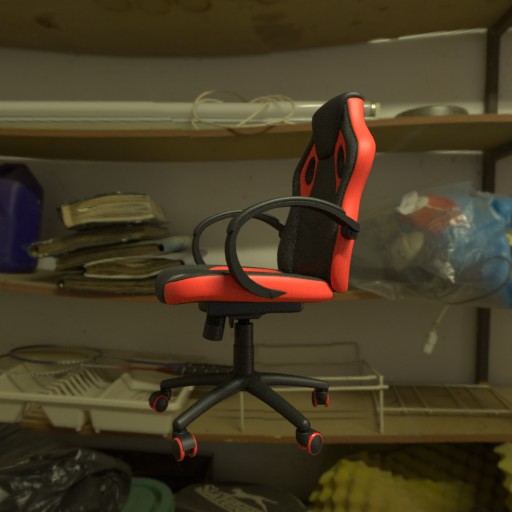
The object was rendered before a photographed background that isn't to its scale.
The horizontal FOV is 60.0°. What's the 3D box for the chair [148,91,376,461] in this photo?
[{"bbox_3d":[0.000,0.000,1.386,0.642,1.016,0.600,-1,2,-18],"label":"chair"}]
